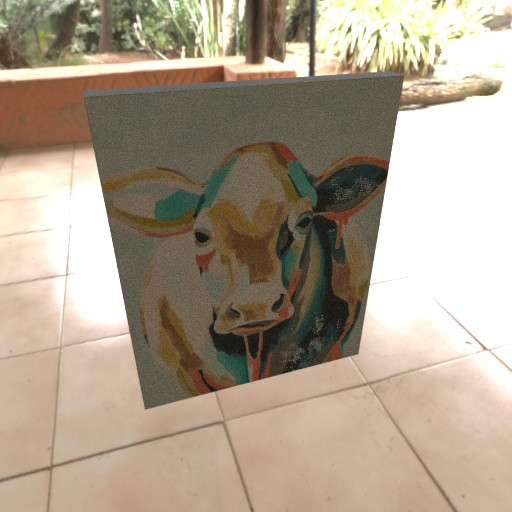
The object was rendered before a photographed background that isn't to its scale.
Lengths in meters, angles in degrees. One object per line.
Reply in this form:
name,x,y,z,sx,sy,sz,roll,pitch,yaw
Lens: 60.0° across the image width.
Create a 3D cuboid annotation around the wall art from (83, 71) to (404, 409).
wall art,0.000,0.000,0.686,0.409,0.509,0.037,-10,33,-16
